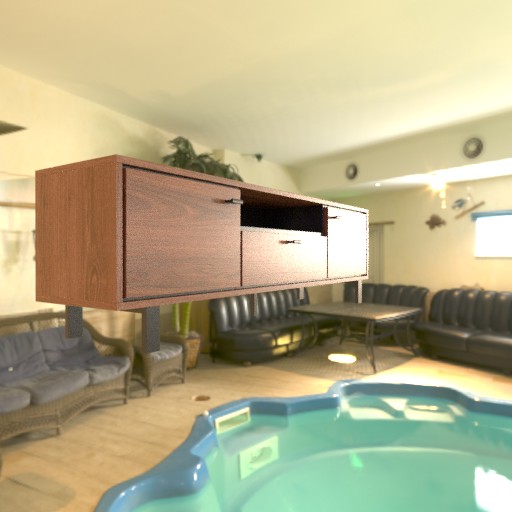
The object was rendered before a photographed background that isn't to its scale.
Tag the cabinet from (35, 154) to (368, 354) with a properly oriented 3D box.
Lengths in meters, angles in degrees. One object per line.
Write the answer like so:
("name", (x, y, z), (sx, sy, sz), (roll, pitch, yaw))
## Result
("cabinet", (0.000, 0.000, 1.842), (0.400, 0.500, 1.650), (0, 0, 35))
